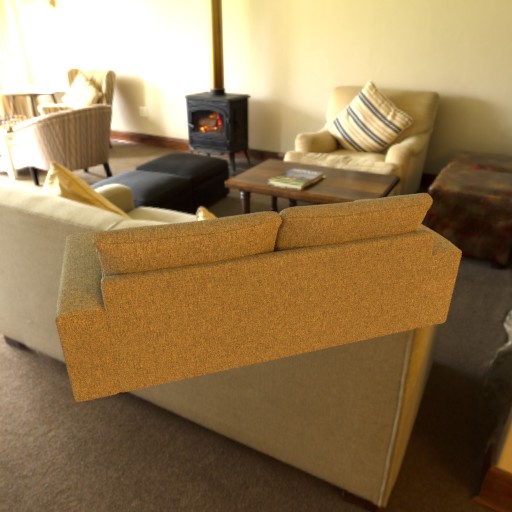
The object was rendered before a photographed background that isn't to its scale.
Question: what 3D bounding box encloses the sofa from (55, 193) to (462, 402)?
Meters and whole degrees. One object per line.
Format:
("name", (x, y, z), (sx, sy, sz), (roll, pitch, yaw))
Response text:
("sofa", (0.000, 0.000, 2.850), (2.299, 0.922, 1.040), (-8, 28, -16))
